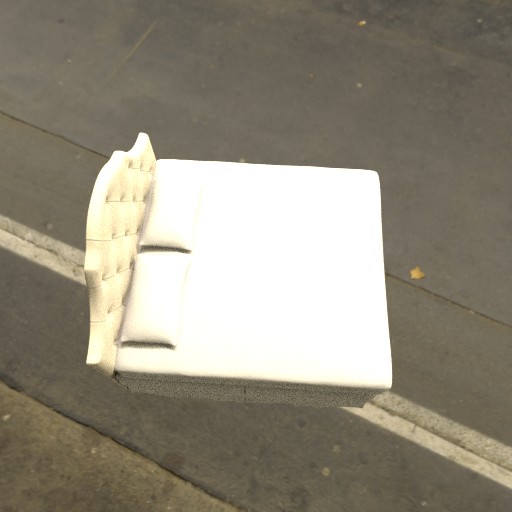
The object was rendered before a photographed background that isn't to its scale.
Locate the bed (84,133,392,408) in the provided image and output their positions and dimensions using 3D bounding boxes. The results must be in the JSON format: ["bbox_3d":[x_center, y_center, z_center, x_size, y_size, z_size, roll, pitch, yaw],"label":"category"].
[{"bbox_3d":[0.000,0.000,3.474,2.086,1.555,2.012,3,64,2],"label":"bed"}]
